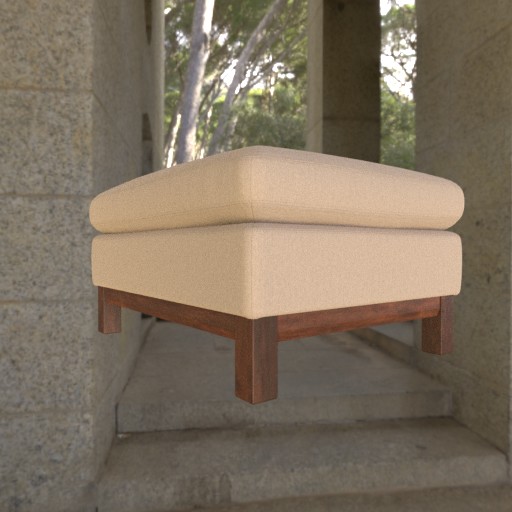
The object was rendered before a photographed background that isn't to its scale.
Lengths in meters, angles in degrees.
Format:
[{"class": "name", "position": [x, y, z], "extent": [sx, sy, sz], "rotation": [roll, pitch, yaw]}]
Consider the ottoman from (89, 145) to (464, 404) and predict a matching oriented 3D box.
[{"class": "ottoman", "position": [0.000, 0.000, 1.090], "extent": [0.606, 0.420, 0.771], "rotation": [-1, 1, -37]}]
